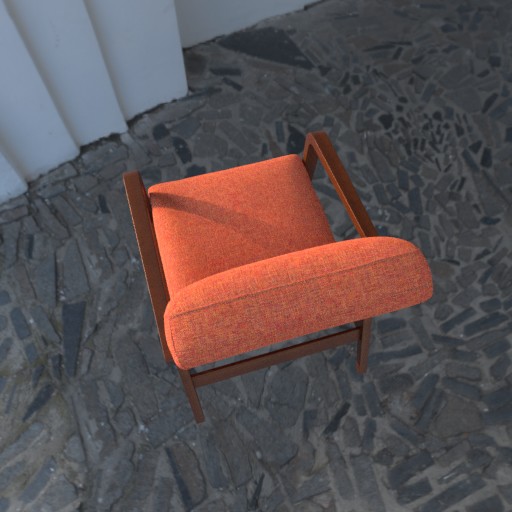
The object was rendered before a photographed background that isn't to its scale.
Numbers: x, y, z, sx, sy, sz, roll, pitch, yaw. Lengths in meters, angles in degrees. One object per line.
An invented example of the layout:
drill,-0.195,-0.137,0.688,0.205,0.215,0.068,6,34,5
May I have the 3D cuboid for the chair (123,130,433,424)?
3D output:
chair,0.000,0.000,1.471,0.719,0.890,0.860,-14,61,-8
